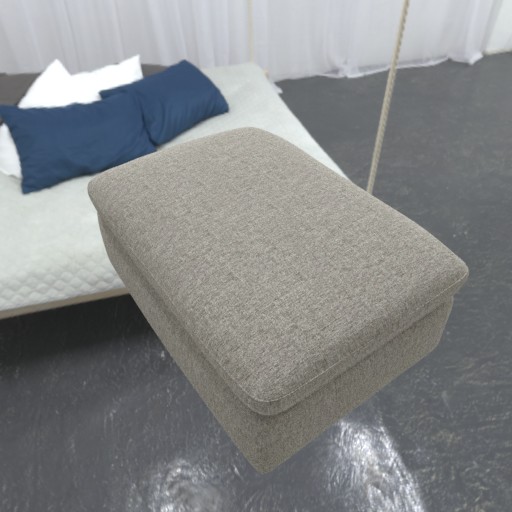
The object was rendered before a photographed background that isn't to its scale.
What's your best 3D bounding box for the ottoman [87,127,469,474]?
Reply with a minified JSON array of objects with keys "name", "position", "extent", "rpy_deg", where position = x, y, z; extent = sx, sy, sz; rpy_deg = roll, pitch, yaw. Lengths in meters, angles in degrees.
[{"name":"ottoman","position":[0.000,0.000,1.339],"extent":[0.694,0.451,0.977],"rpy_deg":[-25,48,-26]}]
